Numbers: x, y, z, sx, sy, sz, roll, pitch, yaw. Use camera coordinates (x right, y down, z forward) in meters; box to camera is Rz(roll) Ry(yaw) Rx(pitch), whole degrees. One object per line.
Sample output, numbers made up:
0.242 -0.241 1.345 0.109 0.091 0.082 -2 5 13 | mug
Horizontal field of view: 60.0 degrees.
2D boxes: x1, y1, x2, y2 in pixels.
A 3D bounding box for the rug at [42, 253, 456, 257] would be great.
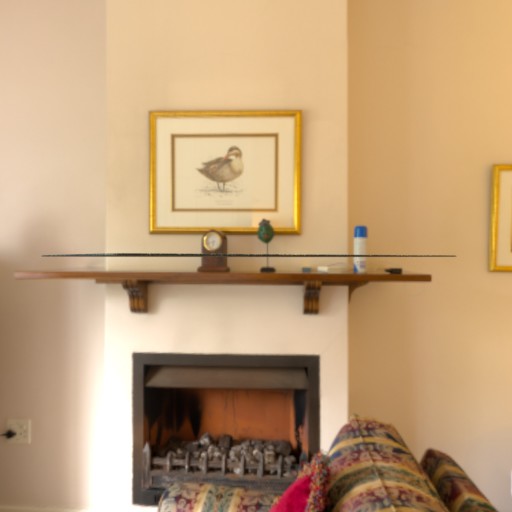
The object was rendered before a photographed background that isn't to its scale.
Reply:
0.000 0.000 2.226 1.795 0.008 1.102 0 0 -36 | rug
